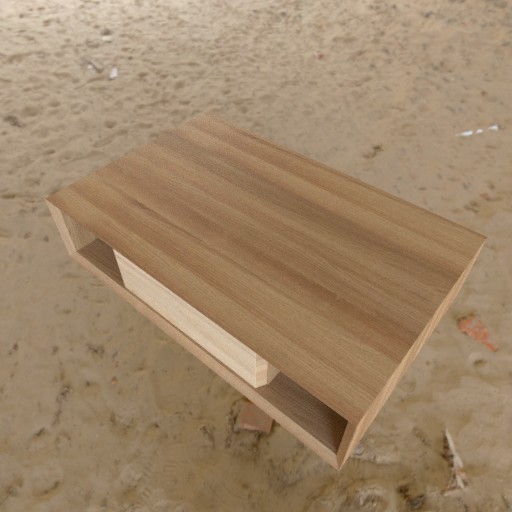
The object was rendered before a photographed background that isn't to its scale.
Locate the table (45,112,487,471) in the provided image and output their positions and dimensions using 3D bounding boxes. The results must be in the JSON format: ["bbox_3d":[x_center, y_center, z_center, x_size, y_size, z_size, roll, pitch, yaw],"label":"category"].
[{"bbox_3d":[0.000,0.000,1.416,1.100,0.330,0.700,31,54,26],"label":"table"}]
